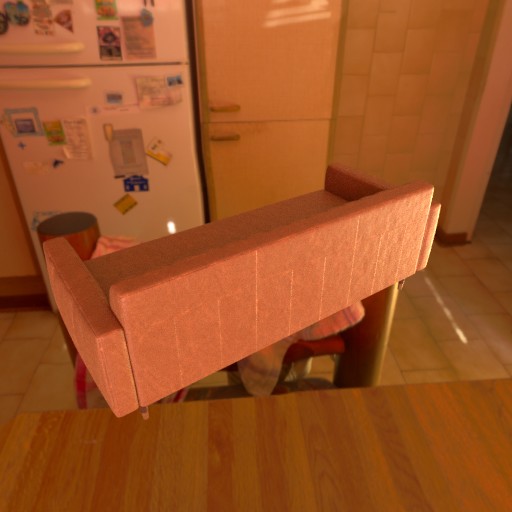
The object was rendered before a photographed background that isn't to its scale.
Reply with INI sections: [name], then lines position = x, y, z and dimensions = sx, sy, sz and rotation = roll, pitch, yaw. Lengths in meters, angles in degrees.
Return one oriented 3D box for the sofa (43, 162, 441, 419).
[sofa]
position = 0.000, 0.000, 2.763
dimensions = 2.291, 0.821, 0.990
rotation = -20, 37, -29
